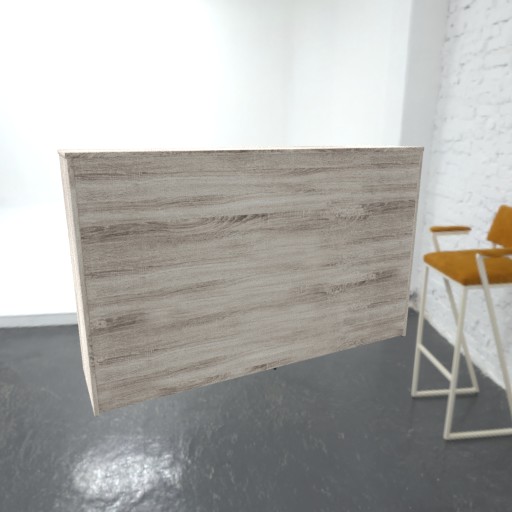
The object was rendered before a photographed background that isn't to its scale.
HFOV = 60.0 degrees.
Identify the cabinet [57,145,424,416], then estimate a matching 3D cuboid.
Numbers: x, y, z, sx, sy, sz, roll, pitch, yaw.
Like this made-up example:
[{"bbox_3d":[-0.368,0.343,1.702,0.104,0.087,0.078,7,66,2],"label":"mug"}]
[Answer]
[{"bbox_3d":[0.000,0.000,1.900,1.450,0.900,0.380,-7,17,-26],"label":"cabinet"}]
